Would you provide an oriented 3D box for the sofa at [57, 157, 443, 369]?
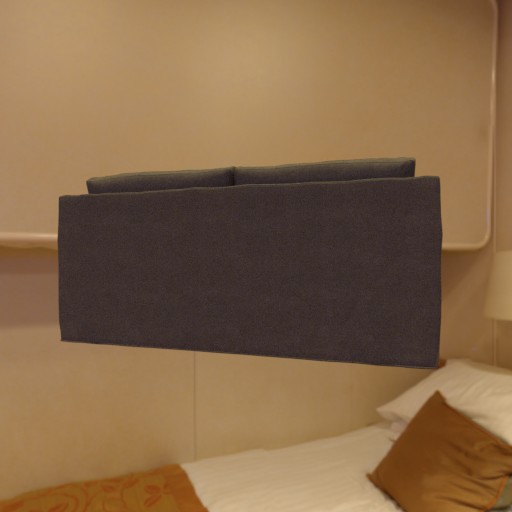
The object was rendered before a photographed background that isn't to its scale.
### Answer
[{"bbox_3d":[0.000,0.000,2.372,1.802,0.854,0.974,0,0,19],"label":"sofa"}]
